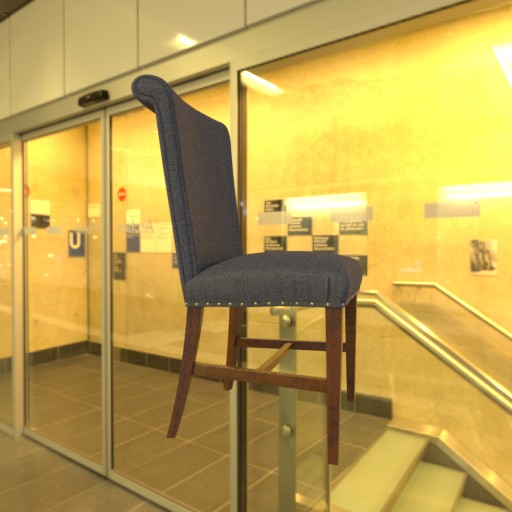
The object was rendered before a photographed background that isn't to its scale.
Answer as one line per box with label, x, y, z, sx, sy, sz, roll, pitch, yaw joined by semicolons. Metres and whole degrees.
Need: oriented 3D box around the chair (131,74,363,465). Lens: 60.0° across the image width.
chair;0.000;0.000;1.361;0.608;0.988;0.513;0;1;17
